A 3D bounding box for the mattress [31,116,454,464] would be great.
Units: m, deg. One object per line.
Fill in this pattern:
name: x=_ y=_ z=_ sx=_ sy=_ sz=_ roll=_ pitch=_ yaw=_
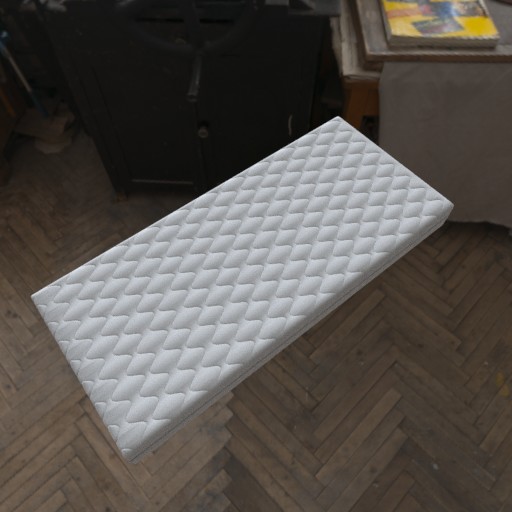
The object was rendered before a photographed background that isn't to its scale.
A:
mattress: x=0.000 y=0.000 z=2.279 sx=2.000 sy=0.200 sz=0.900 roll=-34 pitch=64 yaw=-19
